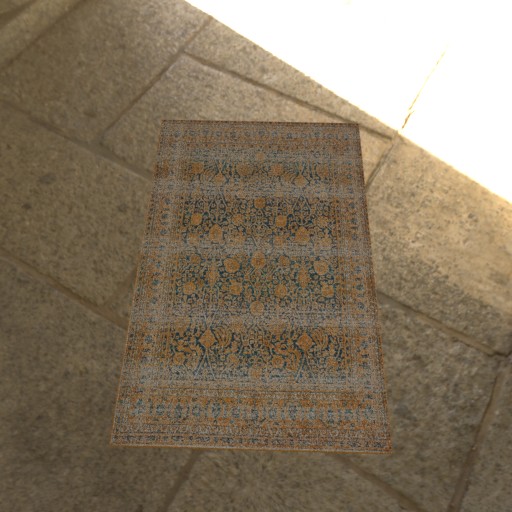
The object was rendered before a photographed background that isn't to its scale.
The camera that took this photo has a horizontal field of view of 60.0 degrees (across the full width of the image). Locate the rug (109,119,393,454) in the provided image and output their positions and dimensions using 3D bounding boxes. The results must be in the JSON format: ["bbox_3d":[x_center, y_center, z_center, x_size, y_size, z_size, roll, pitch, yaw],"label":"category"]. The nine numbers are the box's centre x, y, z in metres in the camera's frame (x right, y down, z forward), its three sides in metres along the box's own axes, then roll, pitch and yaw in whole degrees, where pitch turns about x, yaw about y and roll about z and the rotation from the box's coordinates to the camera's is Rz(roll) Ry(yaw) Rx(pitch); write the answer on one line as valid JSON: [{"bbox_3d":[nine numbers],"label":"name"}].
[{"bbox_3d":[0.000,0.000,2.905,1.525,0.007,2.336,1,63,1],"label":"rug"}]
